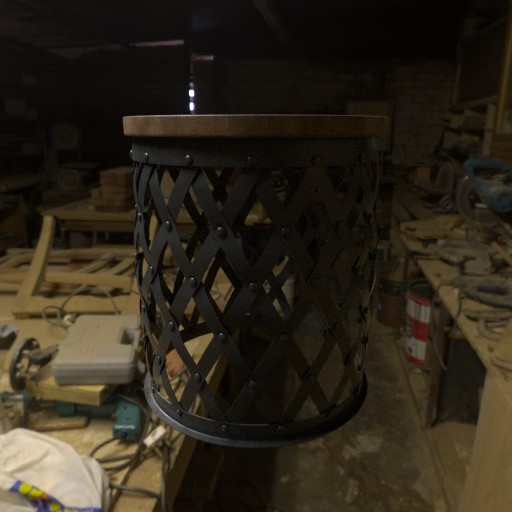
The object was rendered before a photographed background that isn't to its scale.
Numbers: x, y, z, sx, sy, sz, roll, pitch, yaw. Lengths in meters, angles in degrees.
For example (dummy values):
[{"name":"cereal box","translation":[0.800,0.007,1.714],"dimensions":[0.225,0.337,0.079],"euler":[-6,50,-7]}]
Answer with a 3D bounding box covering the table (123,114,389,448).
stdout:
[{"name":"table","translation":[0.000,0.000,0.763],"dimensions":[0.405,0.454,0.405],"euler":[0,16,0]}]
